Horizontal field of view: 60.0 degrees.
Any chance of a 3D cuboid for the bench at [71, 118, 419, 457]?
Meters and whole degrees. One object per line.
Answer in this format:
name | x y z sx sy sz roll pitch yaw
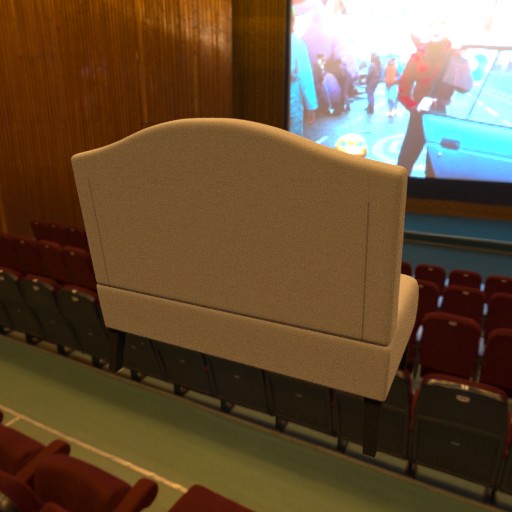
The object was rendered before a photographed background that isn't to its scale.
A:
bench | 0.000 0.000 1.993 1.335 1.180 0.815 8 19 26
